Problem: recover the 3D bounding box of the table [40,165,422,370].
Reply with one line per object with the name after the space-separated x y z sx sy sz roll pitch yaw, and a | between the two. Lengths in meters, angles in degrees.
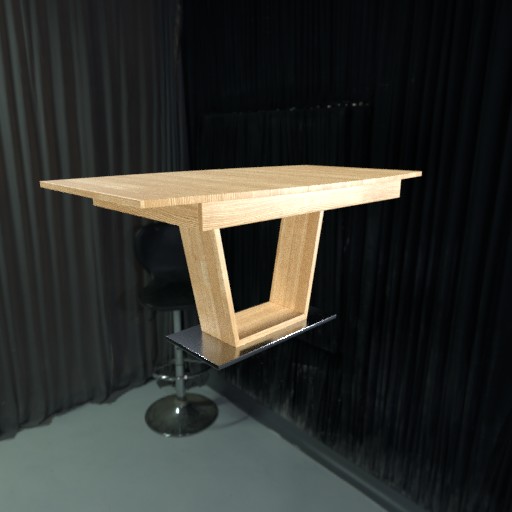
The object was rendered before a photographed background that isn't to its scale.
0.000 0.000 2.090 1.598 0.748 0.900 -14 20 -42 | table
